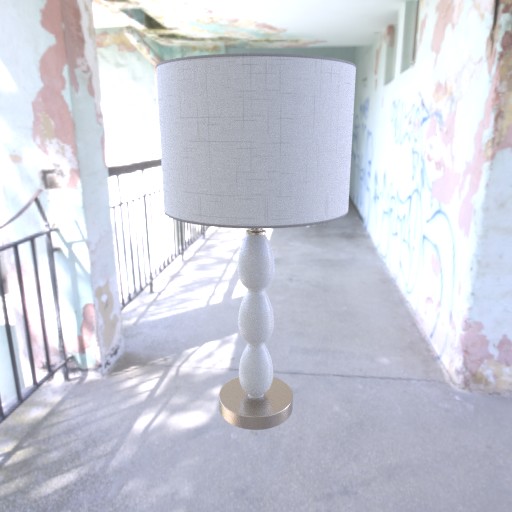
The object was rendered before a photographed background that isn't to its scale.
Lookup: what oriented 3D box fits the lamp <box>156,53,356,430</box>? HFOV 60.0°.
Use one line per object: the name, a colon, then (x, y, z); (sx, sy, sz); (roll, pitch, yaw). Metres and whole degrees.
lamp: (0.000, 0.000, 0.713); (0.282, 0.559, 0.280); (2, 16, 8)
